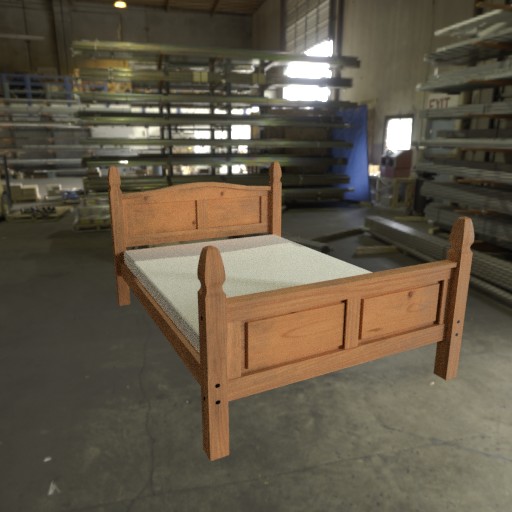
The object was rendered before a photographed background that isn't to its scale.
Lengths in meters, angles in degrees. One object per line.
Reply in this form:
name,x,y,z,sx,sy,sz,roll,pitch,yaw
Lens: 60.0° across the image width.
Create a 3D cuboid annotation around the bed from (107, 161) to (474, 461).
bed,0.000,0.000,2.919,1.490,1.100,2.069,-8,17,-26
